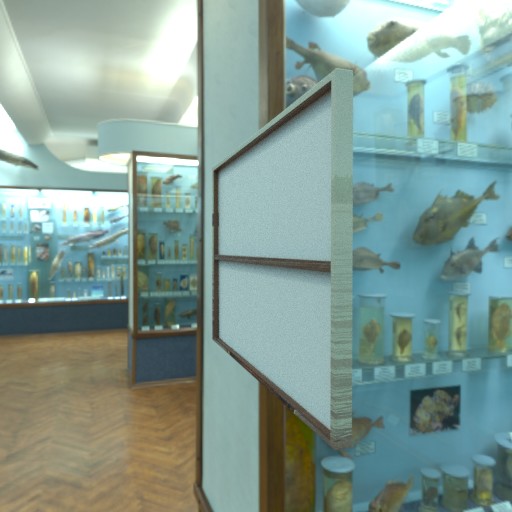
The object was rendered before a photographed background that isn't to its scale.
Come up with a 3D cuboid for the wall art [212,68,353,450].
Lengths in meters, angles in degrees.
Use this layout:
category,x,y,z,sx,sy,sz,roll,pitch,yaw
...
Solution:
category,x,y,z,sx,sy,sz,roll,pitch,yaw
wall art,0.000,0.000,1.437,0.040,0.765,1.149,0,1,-18
